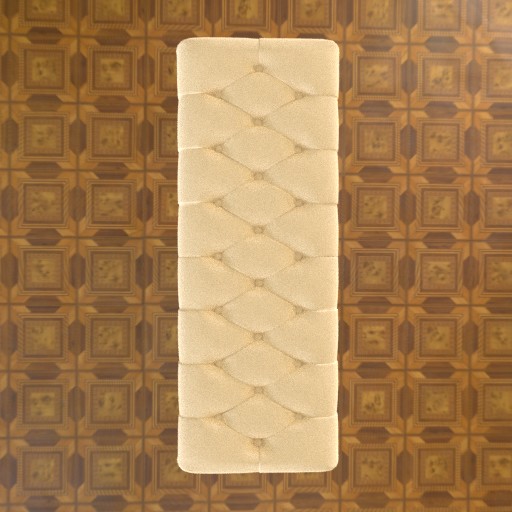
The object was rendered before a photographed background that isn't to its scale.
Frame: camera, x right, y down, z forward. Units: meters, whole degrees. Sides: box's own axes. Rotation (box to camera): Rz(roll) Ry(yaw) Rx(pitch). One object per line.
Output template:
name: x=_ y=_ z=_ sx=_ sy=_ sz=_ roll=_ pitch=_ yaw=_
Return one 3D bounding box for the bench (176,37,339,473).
bench: x=0.000 y=0.000 z=1.280 sx=0.400 sy=0.470 sz=1.054 roll=0 pitch=91 yaw=-2
